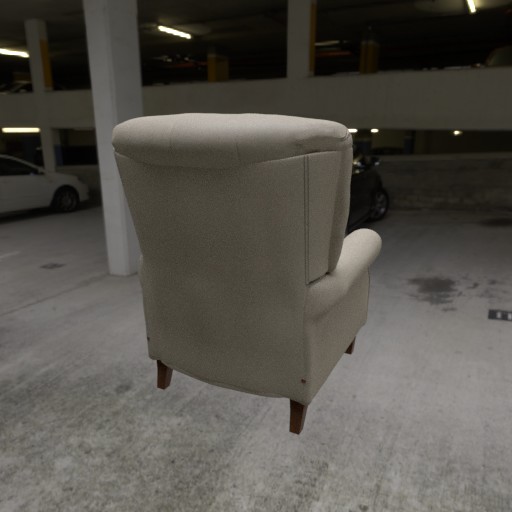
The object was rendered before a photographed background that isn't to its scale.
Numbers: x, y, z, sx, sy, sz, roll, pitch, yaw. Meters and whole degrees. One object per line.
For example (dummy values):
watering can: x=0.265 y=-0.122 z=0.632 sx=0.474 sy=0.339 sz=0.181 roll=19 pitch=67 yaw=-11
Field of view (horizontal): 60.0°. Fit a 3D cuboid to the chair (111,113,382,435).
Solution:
chair: x=0.000 y=0.000 z=1.919 sx=0.943 sy=1.158 sz=1.059 roll=8 pitch=18 yaw=27
